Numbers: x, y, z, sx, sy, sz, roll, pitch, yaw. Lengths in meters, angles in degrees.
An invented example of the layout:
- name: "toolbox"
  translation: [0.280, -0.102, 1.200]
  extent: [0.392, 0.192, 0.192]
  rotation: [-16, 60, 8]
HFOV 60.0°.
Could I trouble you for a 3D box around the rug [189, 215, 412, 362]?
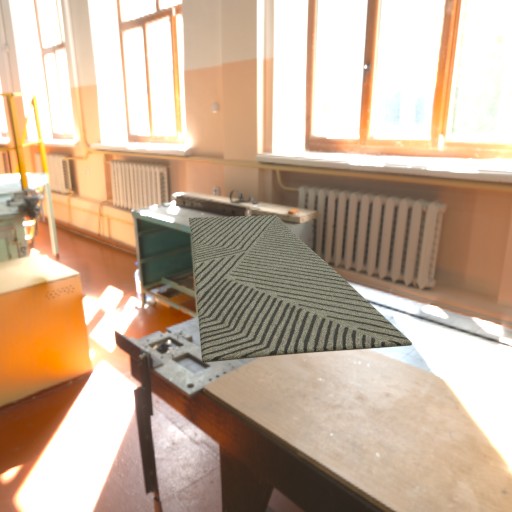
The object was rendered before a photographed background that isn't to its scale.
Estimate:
- name: "rug"
  translation: [0.000, 0.000, 2.723]
  extent: [0.773, 0.020, 2.439]
  rotation: [-3, 17, -9]
